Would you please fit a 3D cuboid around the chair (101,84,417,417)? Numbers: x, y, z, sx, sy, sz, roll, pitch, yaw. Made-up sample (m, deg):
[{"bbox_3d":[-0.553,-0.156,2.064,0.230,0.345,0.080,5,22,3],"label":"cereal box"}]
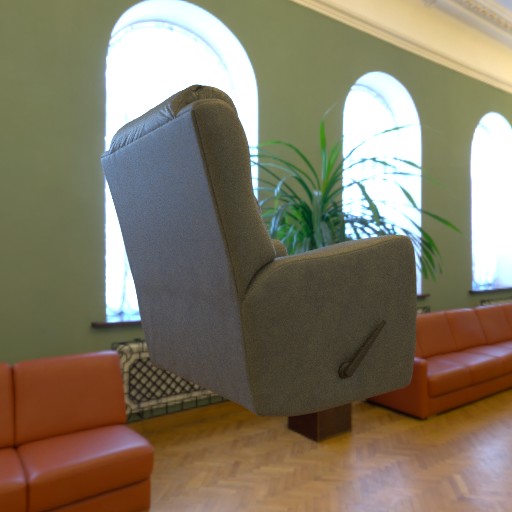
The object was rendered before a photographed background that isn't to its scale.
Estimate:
[{"bbox_3d":[0.000,0.000,1.901,1.068,1.116,0.967,0,0,-37],"label":"chair"}]
